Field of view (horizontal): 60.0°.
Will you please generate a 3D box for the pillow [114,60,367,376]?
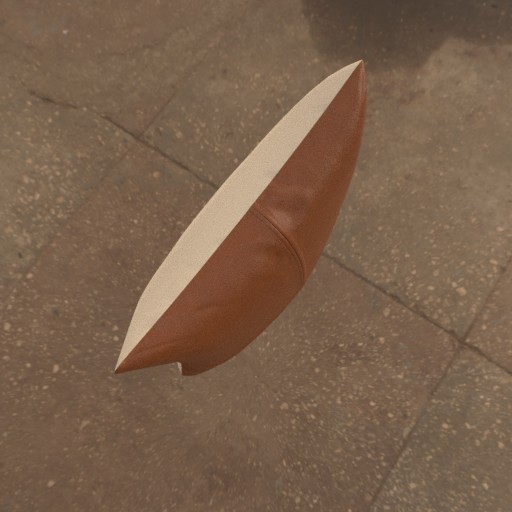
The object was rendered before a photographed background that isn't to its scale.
[{"bbox_3d":[0.000,0.000,0.761,0.192,0.477,0.501,35,78,9],"label":"pillow"}]
